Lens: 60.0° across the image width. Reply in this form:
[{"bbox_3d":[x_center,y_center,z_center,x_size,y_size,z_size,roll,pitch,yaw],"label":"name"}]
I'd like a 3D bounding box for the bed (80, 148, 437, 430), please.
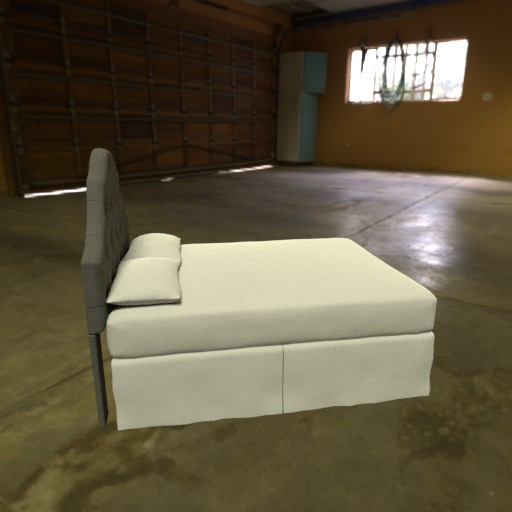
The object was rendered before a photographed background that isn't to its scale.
[{"bbox_3d":[0.000,0.000,3.300,2.155,1.575,1.636,-3,17,-10],"label":"bed"}]
